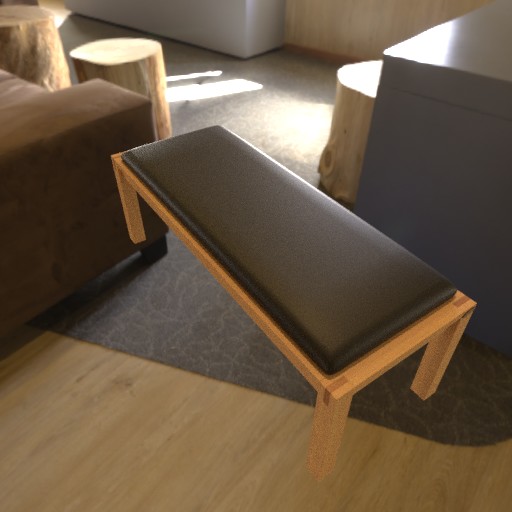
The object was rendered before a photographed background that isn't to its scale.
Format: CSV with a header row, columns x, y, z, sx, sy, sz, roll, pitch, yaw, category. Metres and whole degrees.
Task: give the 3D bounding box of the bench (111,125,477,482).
x,y,z,sx,sy,sz,roll,pitch,yaw,category
0.000,0.000,1.439,0.450,0.430,1.202,-24,46,-26,bench
